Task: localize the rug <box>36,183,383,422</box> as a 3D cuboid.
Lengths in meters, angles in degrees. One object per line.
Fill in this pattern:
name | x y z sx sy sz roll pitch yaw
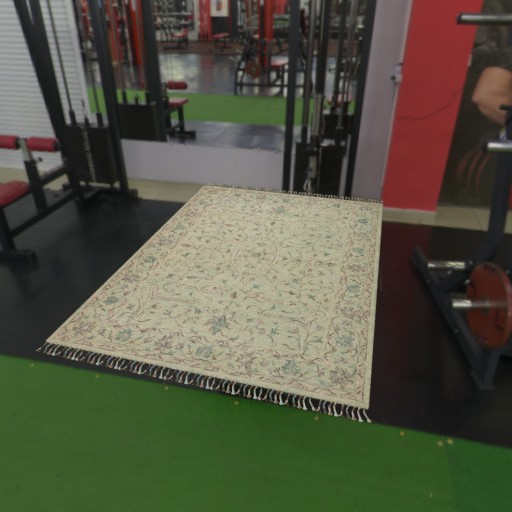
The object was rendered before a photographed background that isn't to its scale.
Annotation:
rug | 0.000 0.000 2.270 1.247 0.008 1.802 8 31 13
